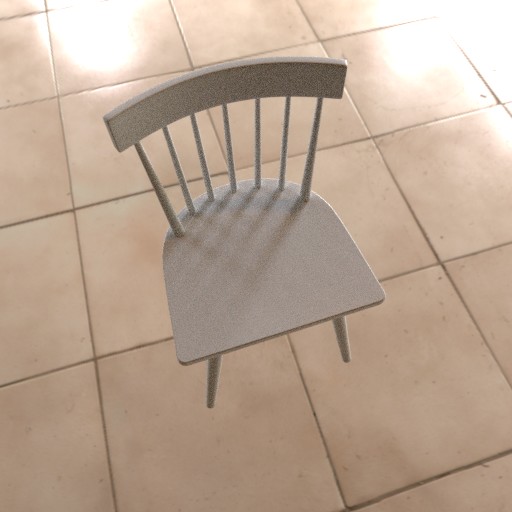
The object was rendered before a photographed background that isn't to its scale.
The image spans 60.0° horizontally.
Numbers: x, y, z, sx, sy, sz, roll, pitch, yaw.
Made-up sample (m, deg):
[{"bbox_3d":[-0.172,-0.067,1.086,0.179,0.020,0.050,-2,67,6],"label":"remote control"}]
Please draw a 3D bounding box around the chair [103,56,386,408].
[{"bbox_3d":[0.000,0.000,1.101,0.483,0.787,0.500,-16,64,-8],"label":"chair"}]
